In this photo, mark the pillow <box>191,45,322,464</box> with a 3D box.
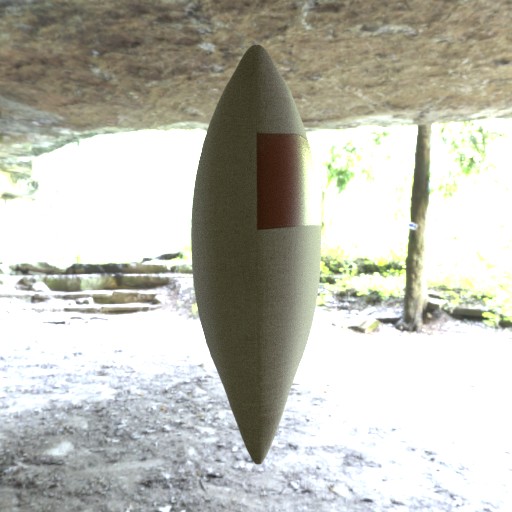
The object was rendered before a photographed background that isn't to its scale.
[{"bbox_3d":[0.000,0.000,0.620,0.173,0.399,0.414,0,0,0],"label":"pillow"}]
